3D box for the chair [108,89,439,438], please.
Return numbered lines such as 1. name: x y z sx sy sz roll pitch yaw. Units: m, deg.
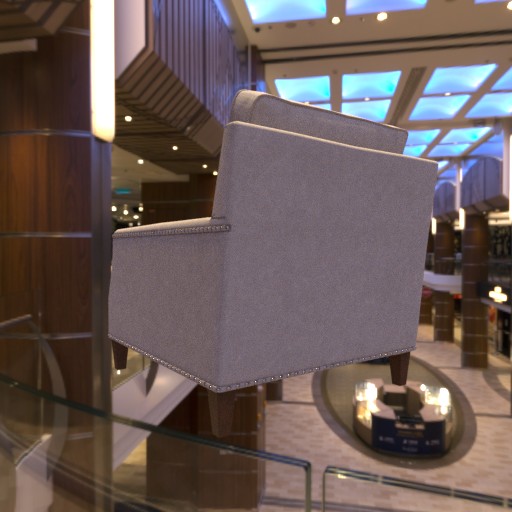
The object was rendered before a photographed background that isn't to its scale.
1. chair: 0.000 0.000 1.708 0.853 0.943 1.014 -1 1 -36
